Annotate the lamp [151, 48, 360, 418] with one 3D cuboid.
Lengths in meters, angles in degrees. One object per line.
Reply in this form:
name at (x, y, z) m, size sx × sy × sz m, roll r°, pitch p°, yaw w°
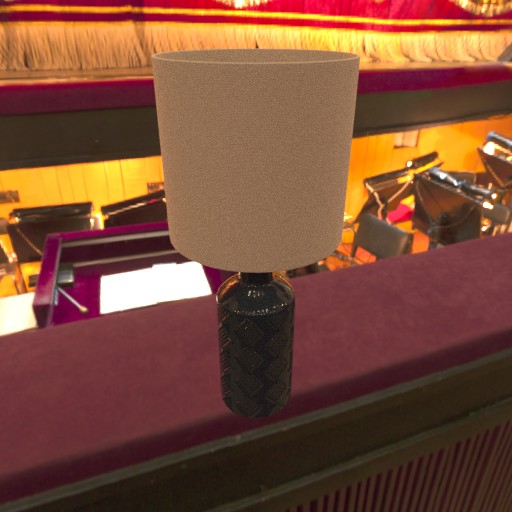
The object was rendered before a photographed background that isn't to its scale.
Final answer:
lamp at (0.000, 0.000, 0.555) m, size 0.207 × 0.461 × 0.207 m, roll -10°, pitch 29°, yaw -17°
